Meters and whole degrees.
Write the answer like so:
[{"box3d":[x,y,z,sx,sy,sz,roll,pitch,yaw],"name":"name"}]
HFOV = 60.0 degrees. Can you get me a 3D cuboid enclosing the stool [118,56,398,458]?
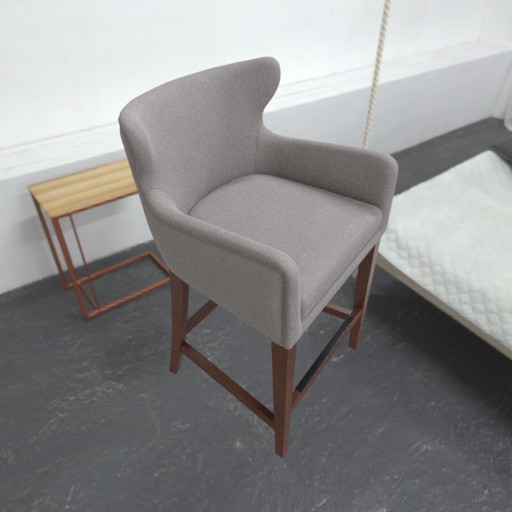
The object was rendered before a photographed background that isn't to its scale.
[{"box3d":[0.000,0.000,1.312,0.575,0.951,0.575,24,46,26],"name":"stool"}]
